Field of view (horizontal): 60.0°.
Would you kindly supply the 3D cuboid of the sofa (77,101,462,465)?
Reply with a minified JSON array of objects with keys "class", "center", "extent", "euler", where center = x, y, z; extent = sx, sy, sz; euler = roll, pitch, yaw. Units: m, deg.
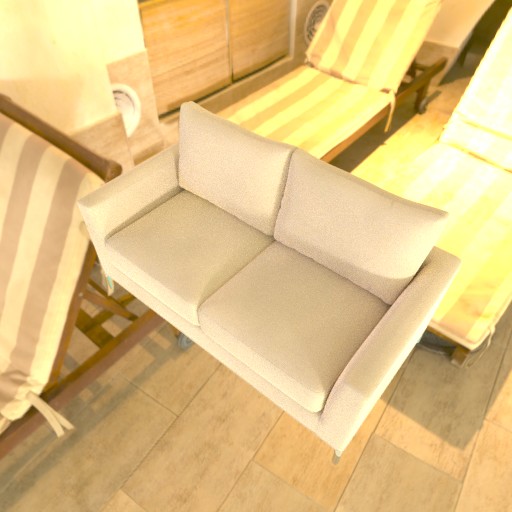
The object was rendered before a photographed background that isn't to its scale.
[{"class":"sofa","center":[0.000,0.000,2.311],"extent":[1.739,0.995,0.906],"euler":[31,53,26]}]
